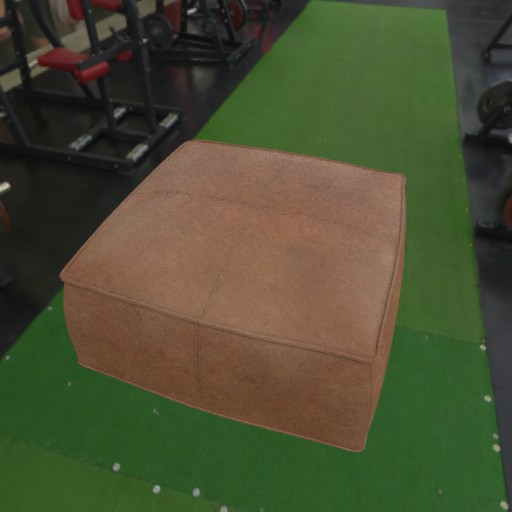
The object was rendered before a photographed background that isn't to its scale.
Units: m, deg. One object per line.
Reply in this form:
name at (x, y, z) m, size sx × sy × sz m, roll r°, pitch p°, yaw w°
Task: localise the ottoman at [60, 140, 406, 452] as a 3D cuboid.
ottoman at (0.000, 0.000, 1.404) m, size 0.902 × 0.395 × 0.901 m, roll 13°, pitch 43°, yaw 14°
